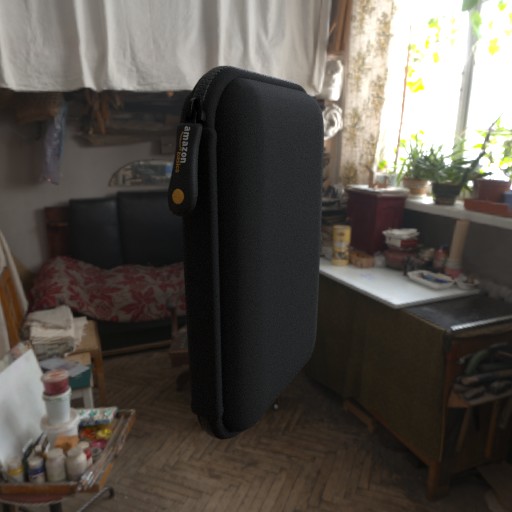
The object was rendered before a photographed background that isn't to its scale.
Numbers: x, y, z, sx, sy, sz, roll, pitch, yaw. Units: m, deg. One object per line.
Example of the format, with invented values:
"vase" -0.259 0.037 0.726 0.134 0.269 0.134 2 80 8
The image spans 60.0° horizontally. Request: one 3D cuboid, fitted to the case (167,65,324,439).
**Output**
"case" 0.000 0.000 0.192 0.030 0.147 0.107 8 17 27
